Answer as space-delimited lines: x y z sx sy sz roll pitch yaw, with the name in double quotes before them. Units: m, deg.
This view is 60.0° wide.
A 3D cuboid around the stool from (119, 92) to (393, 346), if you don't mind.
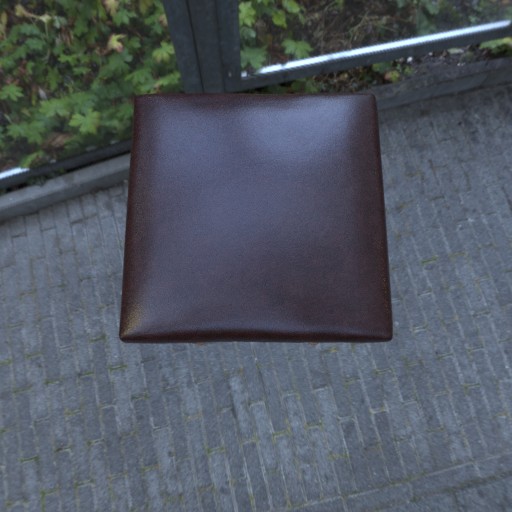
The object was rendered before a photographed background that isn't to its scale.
"stool" 0.000 0.000 0.940 0.382 0.702 0.383 0 77 0
